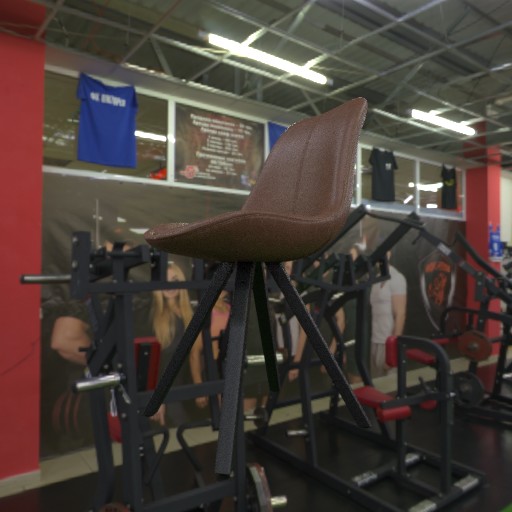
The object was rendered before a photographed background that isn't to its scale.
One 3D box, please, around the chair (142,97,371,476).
[{"bbox_3d":[0.000,0.000,1.146,0.550,0.850,0.475,0,-1,-34],"label":"chair"}]
